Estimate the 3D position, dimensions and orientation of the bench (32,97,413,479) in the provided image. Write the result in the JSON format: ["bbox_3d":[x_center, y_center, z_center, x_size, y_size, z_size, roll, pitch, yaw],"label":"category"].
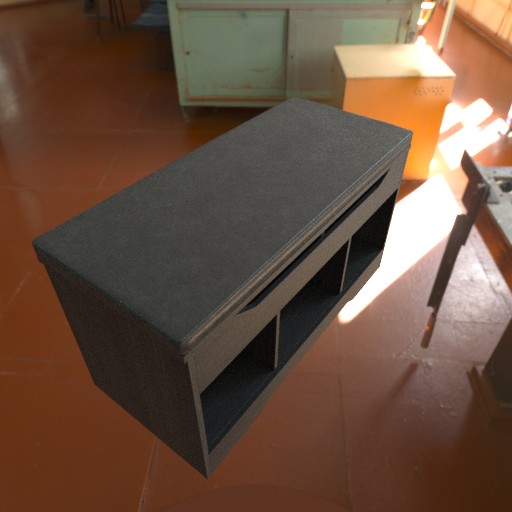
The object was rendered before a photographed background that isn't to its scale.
[{"bbox_3d":[0.000,0.000,1.185,0.401,0.501,0.905,26,48,27],"label":"bench"}]
